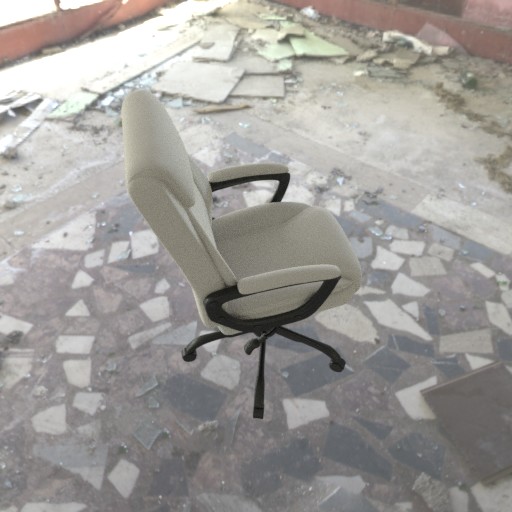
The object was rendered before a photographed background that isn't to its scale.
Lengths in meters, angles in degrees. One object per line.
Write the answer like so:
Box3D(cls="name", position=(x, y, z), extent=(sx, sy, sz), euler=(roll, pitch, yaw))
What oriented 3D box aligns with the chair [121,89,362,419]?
Box3D(cls="chair", position=(0.000, 0.000, 1.479), extent=(0.669, 1.065, 0.663), euler=(-10, 47, -9))
